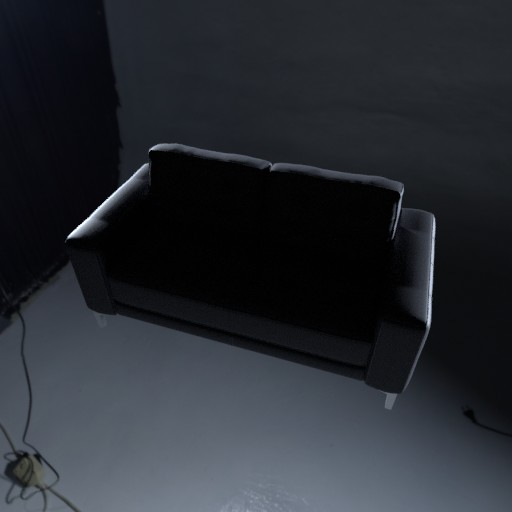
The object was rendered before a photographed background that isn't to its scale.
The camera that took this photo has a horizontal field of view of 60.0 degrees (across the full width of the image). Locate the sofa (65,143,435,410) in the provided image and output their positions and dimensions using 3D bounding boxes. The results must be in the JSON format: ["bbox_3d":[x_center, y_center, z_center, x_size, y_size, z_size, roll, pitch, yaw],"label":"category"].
[{"bbox_3d":[0.000,0.000,2.337,1.726,0.893,0.833,12,42,14],"label":"sofa"}]
